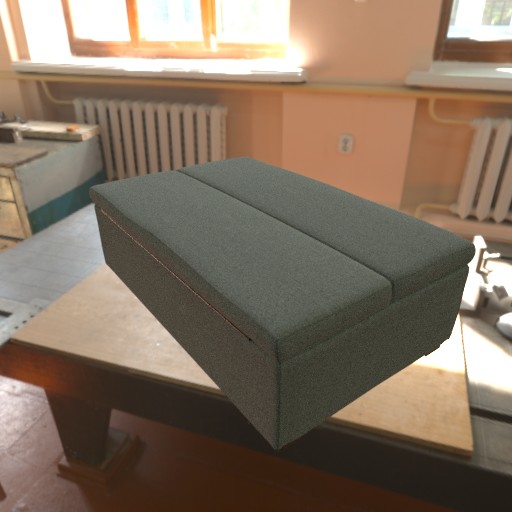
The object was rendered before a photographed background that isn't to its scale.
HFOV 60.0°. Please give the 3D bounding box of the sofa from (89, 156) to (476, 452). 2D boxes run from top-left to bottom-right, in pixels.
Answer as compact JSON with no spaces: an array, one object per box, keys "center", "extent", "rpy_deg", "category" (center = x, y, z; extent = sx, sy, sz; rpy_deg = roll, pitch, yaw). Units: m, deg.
[{"center":[0.000,0.000,1.664],"extent":[0.817,0.434,1.250],"rpy_deg":[-19,33,-32],"category":"sofa"}]
